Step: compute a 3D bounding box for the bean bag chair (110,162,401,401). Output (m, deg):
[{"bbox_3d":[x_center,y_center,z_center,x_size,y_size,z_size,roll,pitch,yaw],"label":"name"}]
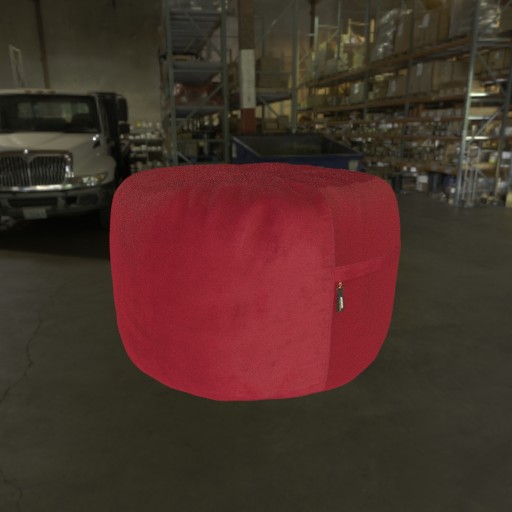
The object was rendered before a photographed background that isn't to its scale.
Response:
[{"bbox_3d":[0.000,0.000,1.958,1.219,0.762,1.219,0,16,0],"label":"bean bag chair"}]
